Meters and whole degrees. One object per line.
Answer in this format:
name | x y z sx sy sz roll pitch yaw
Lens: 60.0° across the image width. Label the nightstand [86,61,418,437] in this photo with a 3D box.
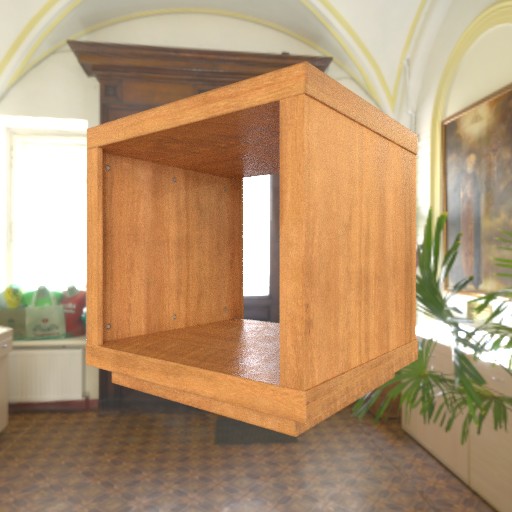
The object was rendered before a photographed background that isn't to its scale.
nightstand | 0.000 0.000 0.875 0.493 0.491 0.436 0 0 38
